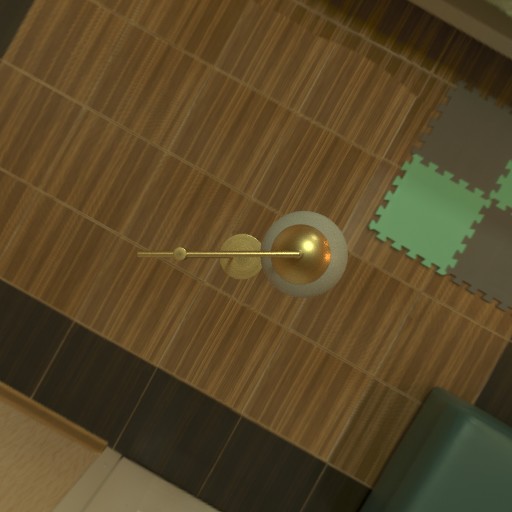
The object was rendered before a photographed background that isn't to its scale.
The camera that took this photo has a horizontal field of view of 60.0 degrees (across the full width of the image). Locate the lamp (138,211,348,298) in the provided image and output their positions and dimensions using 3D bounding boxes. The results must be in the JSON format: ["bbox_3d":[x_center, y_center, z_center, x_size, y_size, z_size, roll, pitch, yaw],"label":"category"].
[{"bbox_3d":[0.000,0.000,1.683,0.476,1.505,0.249,0,90,1],"label":"lamp"}]
